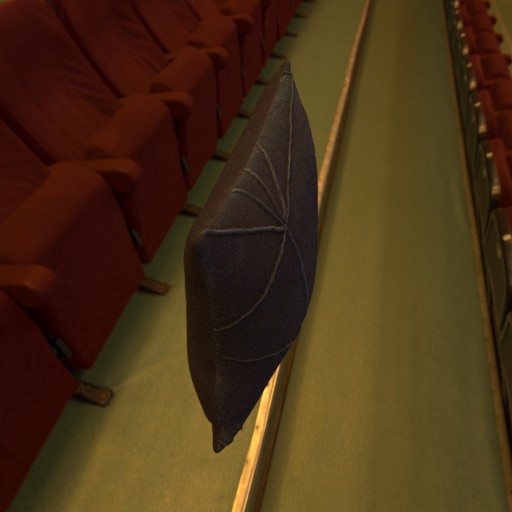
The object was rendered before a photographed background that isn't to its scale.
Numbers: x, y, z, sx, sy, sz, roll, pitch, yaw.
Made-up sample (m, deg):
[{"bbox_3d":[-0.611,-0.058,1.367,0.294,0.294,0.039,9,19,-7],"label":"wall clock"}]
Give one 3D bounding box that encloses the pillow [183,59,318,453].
[{"bbox_3d":[0.000,0.000,0.674,0.183,0.440,0.439,10,46,10],"label":"pillow"}]
